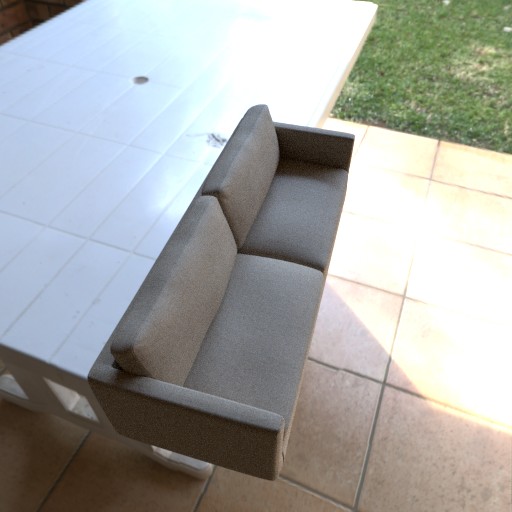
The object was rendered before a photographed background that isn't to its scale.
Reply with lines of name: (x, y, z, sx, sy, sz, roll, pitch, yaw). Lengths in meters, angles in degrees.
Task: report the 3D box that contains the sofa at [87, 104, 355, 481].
sofa: (0.000, 0.000, 2.909, 0.951, 0.965, 2.434, 12, 48, 11)
